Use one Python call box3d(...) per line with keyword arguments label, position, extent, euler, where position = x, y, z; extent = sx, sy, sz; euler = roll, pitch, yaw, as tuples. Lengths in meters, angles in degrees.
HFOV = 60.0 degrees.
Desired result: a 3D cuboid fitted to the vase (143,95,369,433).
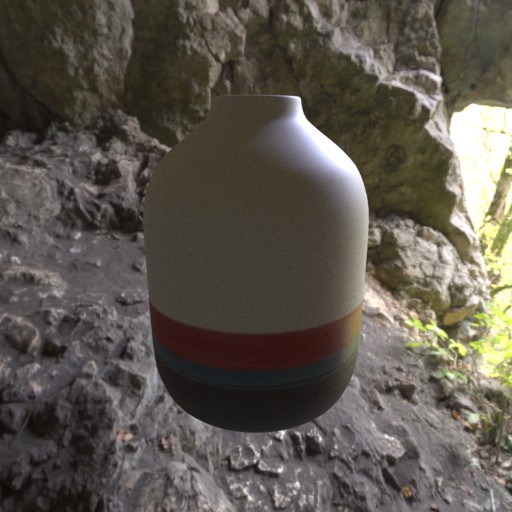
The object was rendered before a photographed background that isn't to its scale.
box3d(label="vase", position=(0.000, 0.000, 0.351), extent=(0.169, 0.237, 0.169), euler=(0, 17, 0))
